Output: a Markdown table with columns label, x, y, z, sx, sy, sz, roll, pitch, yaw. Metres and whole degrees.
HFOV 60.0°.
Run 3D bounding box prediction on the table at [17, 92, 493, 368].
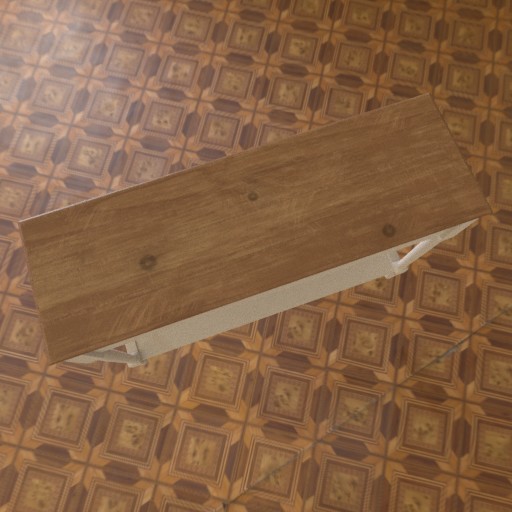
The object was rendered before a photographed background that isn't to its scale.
| label | x | y | z | sx | sy | sz | roll | pitch | yaw |
| --- | --- | --- | --- | --- | --- | --- | --- | --- | --- |
| table | 0.000 | 0.000 | 1.567 | 1.219 | 0.800 | 0.399 | -19 | 75 | -5 |
